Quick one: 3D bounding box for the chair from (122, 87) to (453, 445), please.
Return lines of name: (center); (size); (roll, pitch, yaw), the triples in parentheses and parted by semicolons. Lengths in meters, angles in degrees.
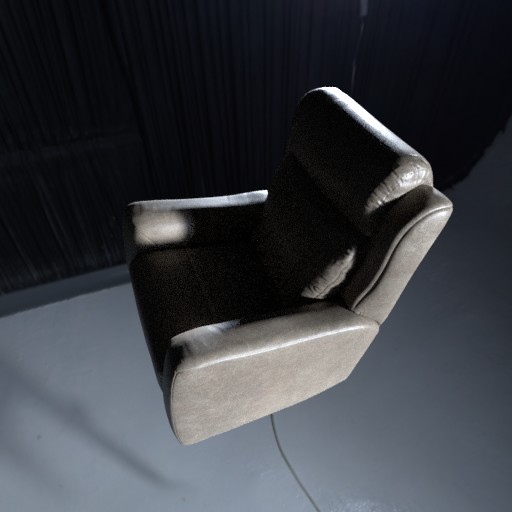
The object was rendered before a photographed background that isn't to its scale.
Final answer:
chair: (0.000, 0.000, 1.891); (1.068, 1.116, 0.967); (-16, 47, -15)
